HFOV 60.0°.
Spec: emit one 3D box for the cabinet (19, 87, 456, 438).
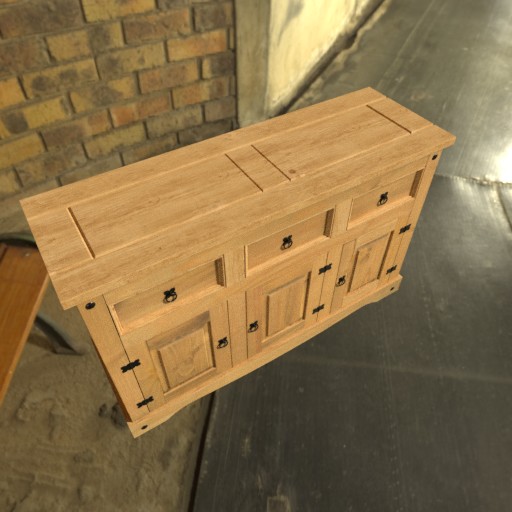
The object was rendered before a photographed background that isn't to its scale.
[{"bbox_3d":[0.000,0.000,1.670,1.321,0.810,0.432,-24,51,-21],"label":"cabinet"}]
